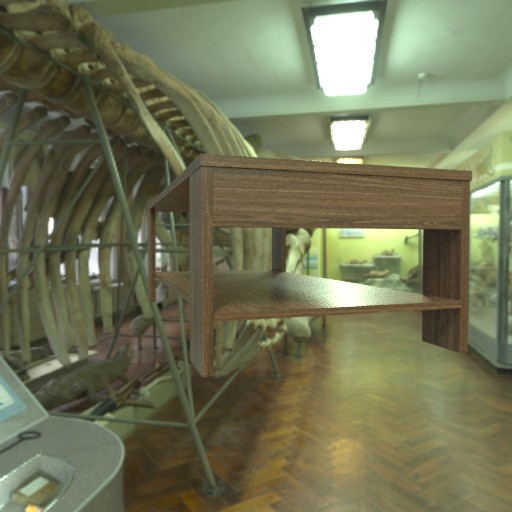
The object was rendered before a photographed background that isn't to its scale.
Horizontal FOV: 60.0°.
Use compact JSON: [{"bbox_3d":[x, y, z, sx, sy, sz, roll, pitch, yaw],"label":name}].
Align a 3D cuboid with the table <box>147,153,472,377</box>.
[{"bbox_3d":[0.000,0.000,1.451,0.600,0.400,1.200,-1,2,-18],"label":"table"}]
